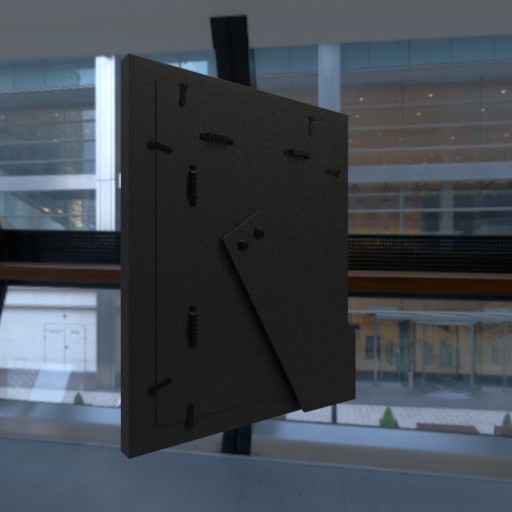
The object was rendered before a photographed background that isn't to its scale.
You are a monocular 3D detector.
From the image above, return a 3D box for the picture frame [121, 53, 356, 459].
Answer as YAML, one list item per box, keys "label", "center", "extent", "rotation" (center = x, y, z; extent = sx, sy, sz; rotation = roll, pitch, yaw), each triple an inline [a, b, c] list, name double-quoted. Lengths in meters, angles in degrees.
- label: "picture frame"
  center: [0.000, 0.000, 0.514]
  extent: [0.307, 0.383, 0.036]
  rotation: [0, 0, -37]
